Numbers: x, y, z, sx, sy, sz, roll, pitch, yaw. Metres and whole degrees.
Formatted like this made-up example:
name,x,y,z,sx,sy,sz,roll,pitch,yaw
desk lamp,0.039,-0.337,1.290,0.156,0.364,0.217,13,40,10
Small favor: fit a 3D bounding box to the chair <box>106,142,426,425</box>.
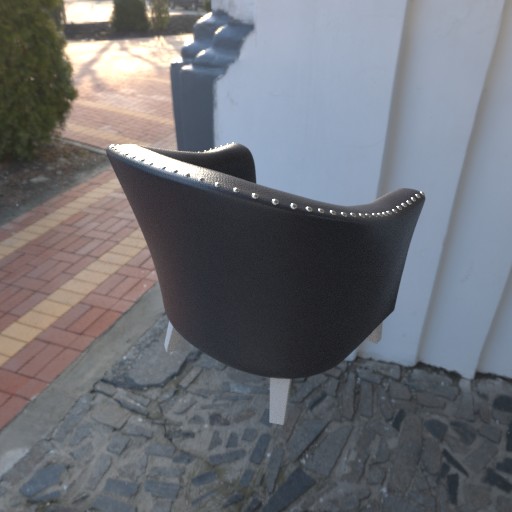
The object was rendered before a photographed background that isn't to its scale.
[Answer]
name,x,y,z,sx,sy,sz,roll,pitch,yaw
chair,0.000,0.000,1.446,0.794,0.823,0.748,23,39,33
